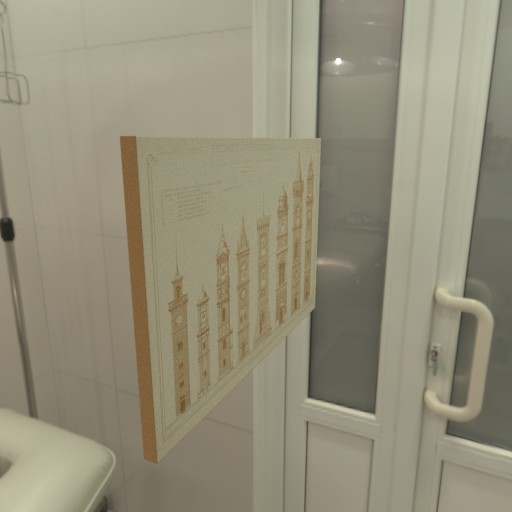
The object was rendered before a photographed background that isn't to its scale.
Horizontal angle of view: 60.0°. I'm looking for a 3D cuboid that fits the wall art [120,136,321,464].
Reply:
[{"bbox_3d":[0.000,0.000,1.177,0.033,0.608,0.915,7,16,26],"label":"wall art"}]
